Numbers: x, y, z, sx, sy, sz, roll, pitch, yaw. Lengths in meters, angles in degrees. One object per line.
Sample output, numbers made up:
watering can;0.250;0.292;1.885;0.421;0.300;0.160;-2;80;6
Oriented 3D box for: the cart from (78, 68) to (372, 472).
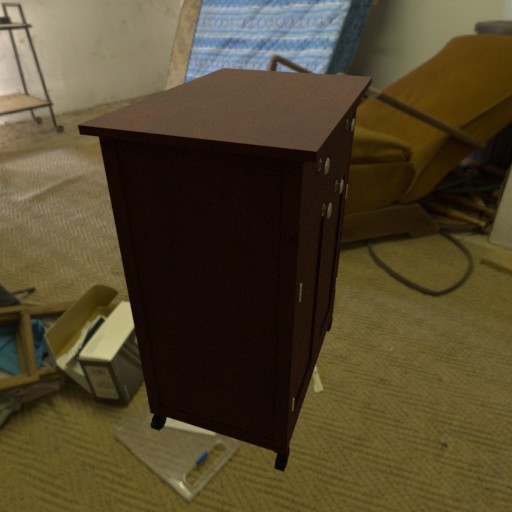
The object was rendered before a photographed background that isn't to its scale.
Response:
cart;0.000;0.000;1.240;0.442;0.864;0.683;11;33;17
